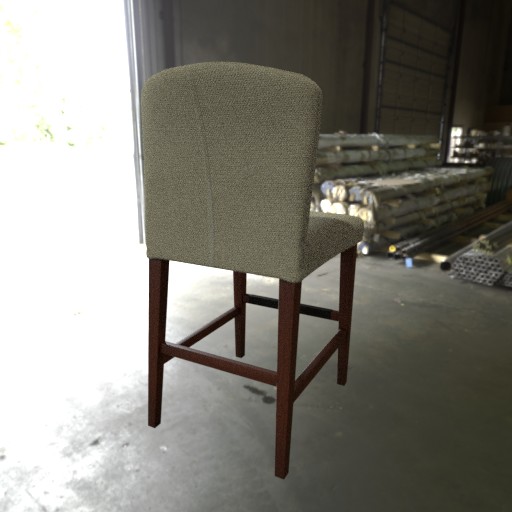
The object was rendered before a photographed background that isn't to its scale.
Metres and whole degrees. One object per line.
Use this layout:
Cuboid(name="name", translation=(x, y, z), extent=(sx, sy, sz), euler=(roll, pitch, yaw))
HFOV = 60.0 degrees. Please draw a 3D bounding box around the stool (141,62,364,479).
Cuboid(name="stool", translation=(0.000, 0.000, 1.288), extent=(0.481, 0.969, 0.568), euler=(8, 17, 28))
